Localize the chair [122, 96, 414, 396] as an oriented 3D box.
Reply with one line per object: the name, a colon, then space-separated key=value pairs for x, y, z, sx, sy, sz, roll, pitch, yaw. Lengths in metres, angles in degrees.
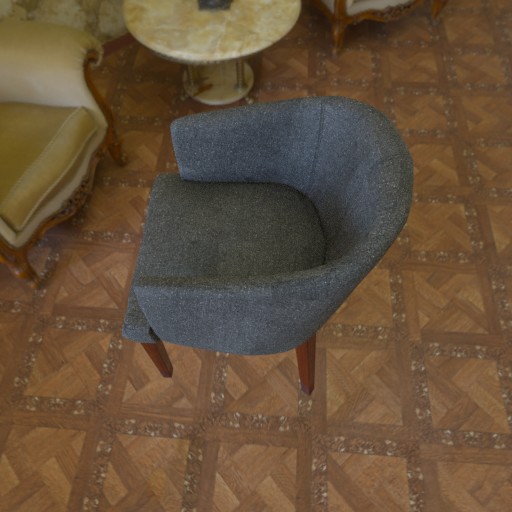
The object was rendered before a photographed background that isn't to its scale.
chair: x=0.000 y=0.000 z=1.260 sx=0.655 sy=0.811 sz=0.583 roll=3 pitch=58 yaw=2
